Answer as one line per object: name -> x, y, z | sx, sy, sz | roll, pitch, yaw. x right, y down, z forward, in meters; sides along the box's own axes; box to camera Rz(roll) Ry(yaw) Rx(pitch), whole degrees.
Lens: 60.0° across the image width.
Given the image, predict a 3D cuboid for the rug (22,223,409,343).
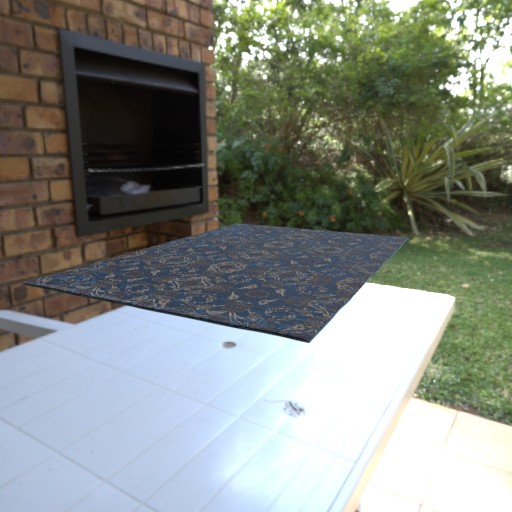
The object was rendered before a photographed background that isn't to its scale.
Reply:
rug -> 0.000, 0.000, 2.876 | 1.567, 0.014, 2.207 | 7, 15, 27
